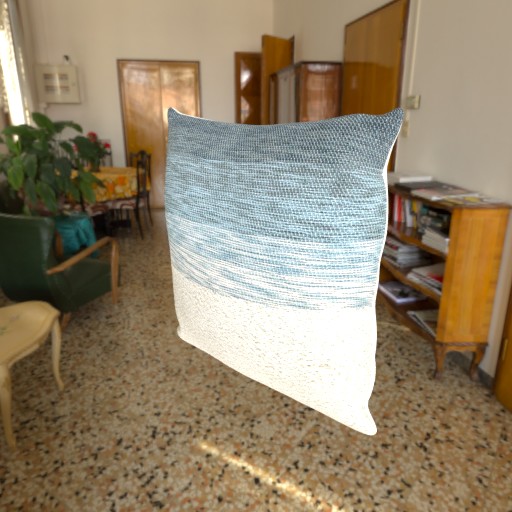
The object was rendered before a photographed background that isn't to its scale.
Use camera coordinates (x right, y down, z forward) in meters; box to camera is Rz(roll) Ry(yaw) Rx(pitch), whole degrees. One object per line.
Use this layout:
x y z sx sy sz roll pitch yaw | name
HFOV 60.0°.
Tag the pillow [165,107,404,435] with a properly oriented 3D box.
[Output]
0.000 0.000 0.683 0.440 0.441 0.182 16 23 41 | pillow
